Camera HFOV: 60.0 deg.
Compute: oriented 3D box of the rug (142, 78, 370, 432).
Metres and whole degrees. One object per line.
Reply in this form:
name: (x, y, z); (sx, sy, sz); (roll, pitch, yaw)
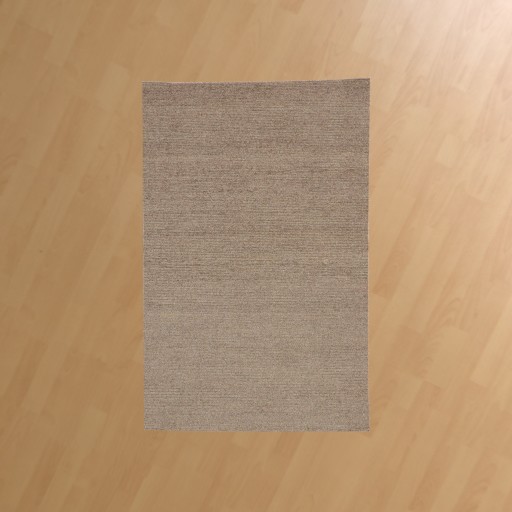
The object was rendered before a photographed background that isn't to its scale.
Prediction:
rug: (0.000, 0.000, 2.247); (1.154, 0.021, 1.792); (0, 91, 1)
